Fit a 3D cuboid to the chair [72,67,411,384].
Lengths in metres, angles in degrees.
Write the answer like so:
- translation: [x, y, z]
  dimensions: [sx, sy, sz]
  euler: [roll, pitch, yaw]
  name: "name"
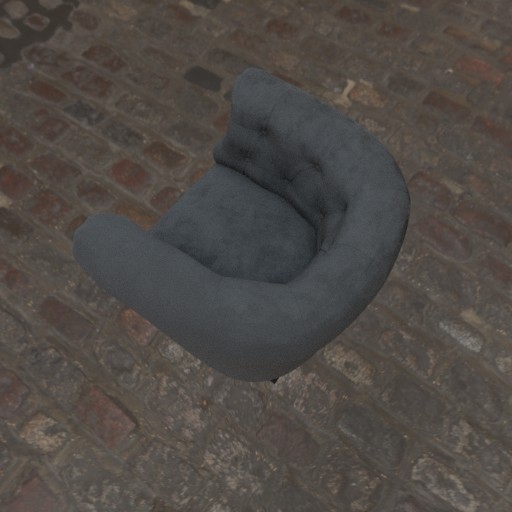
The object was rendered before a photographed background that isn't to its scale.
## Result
- translation: [0.000, 0.000, 1.596]
  dimensions: [0.851, 0.826, 0.904]
  euler: [33, 68, 15]
  name: "chair"
